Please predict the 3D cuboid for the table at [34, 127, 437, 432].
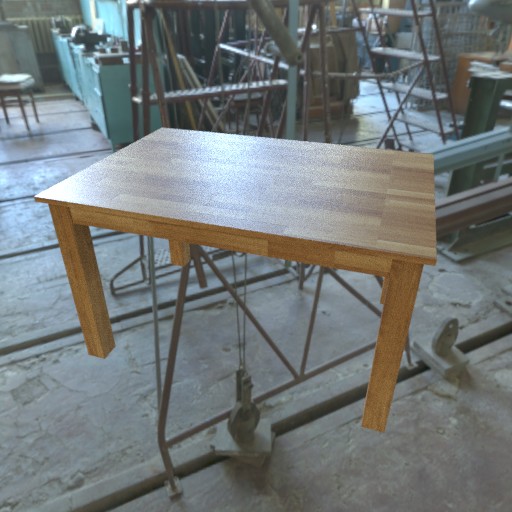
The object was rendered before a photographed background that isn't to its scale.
[{"bbox_3d":[0.000,0.000,1.899,1.300,0.750,0.900,10,33,16],"label":"table"}]
